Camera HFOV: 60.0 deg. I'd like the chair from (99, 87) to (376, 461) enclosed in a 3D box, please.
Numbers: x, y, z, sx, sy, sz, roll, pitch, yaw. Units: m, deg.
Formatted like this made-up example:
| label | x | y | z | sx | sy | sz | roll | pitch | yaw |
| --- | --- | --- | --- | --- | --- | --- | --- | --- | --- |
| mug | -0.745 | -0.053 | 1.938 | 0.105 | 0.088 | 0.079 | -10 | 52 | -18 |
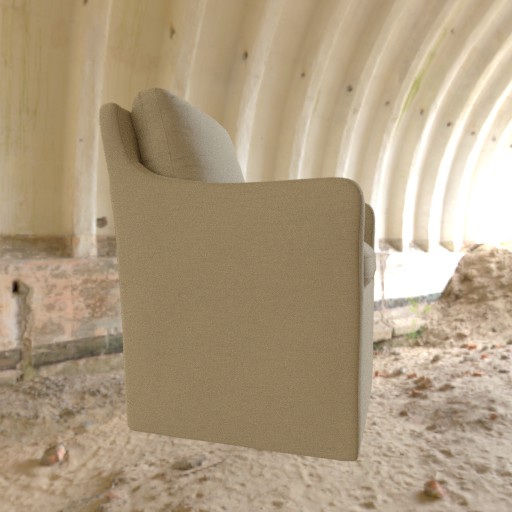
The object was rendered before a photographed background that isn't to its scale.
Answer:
| label | x | y | z | sx | sy | sz | roll | pitch | yaw |
| --- | --- | --- | --- | --- | --- | --- | --- | --- | --- |
| chair | 0.000 | 0.000 | 1.342 | 0.694 | 0.914 | 0.626 | 0 | 1 | 17 |
